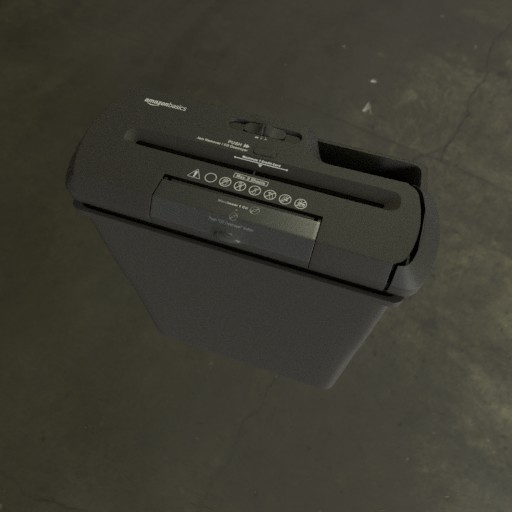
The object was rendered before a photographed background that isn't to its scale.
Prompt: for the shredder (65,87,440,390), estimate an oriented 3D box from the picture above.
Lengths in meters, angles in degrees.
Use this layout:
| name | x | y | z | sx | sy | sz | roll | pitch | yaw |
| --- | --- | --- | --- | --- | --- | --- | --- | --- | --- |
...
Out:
| name | x | y | z | sx | sy | sz | roll | pitch | yaw |
| --- | --- | --- | --- | --- | --- | --- | --- | --- | --- |
| shredder | 0.000 | 0.000 | 0.512 | 0.320 | 0.335 | 0.170 | 16 | 60 | 10 |
